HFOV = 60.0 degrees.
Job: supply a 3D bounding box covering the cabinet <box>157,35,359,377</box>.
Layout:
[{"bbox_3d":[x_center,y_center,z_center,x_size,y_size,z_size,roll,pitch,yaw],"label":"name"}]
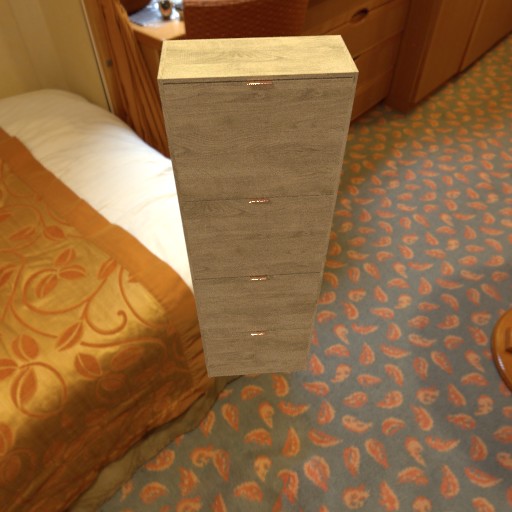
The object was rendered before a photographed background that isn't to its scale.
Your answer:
[{"bbox_3d":[0.000,0.000,1.818,0.520,1.630,0.250,-3,48,-3],"label":"cabinet"}]
